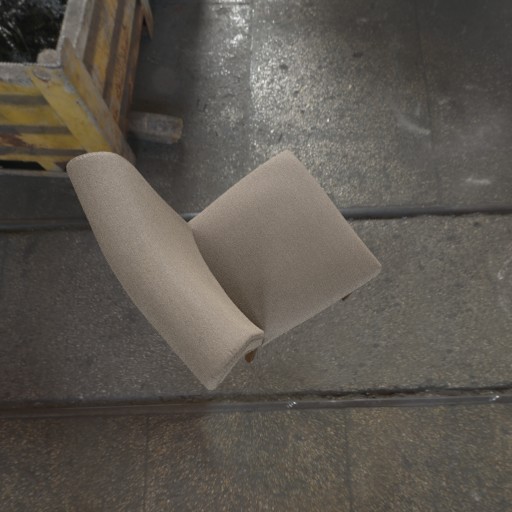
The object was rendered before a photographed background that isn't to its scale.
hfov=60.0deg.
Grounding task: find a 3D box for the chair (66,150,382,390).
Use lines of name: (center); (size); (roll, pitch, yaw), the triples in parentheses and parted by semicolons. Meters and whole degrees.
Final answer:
chair: (0.000, 0.000, 1.299); (0.608, 0.988, 0.513); (-34, 77, -9)
